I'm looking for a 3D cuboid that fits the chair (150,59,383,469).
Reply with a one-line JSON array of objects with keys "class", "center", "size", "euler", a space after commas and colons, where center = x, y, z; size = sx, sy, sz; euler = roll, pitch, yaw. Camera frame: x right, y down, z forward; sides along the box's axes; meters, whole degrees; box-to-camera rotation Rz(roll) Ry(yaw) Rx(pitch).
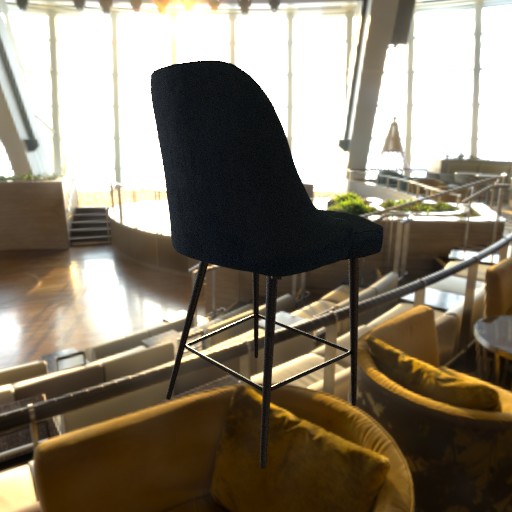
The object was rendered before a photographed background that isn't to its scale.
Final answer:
[{"class": "chair", "center": [0.000, 0.000, 1.218], "size": [0.489, 0.927, 0.526], "euler": [-14, 20, -42]}]
